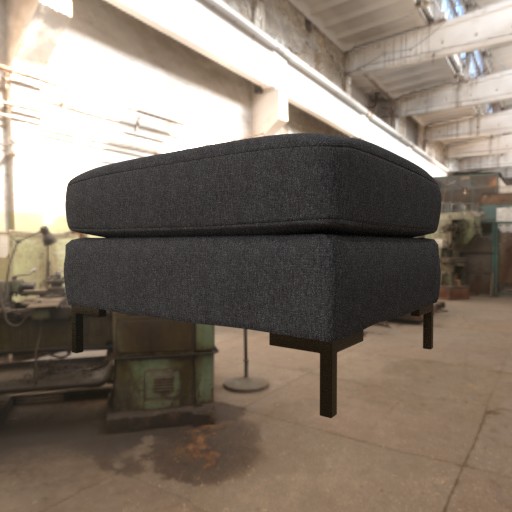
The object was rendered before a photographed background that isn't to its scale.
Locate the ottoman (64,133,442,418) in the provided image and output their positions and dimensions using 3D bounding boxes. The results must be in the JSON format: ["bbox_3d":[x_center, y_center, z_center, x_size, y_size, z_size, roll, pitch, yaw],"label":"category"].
[{"bbox_3d":[0.000,0.000,1.247,0.831,0.533,0.695,1,2,36],"label":"ottoman"}]
